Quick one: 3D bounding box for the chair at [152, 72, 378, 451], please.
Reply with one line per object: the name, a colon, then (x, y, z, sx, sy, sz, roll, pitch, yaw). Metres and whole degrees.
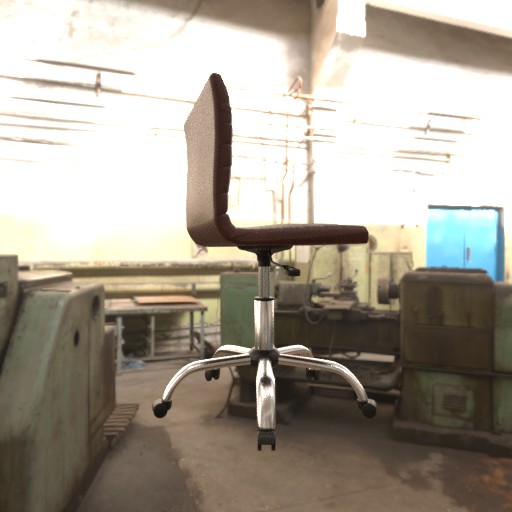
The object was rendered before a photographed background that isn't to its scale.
chair: (0.000, 0.000, 1.154, 0.530, 0.780, 0.556, 0, 1, -18)
